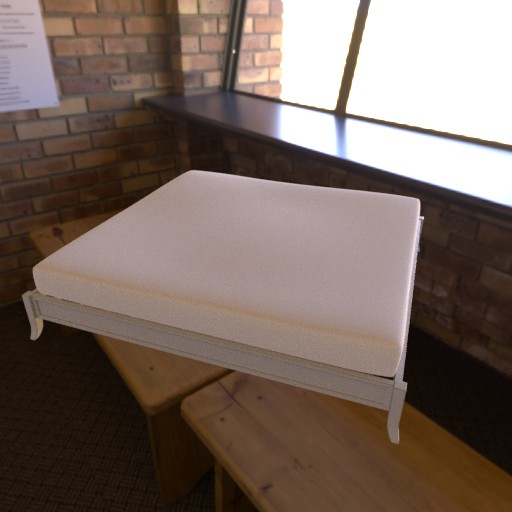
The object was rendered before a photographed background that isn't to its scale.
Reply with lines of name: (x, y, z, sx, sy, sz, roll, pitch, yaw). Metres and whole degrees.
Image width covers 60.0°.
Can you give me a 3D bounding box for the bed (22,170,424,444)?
bed: (0.000, 0.000, 3.013, 2.108, 0.510, 2.007, 10, 30, 18)
